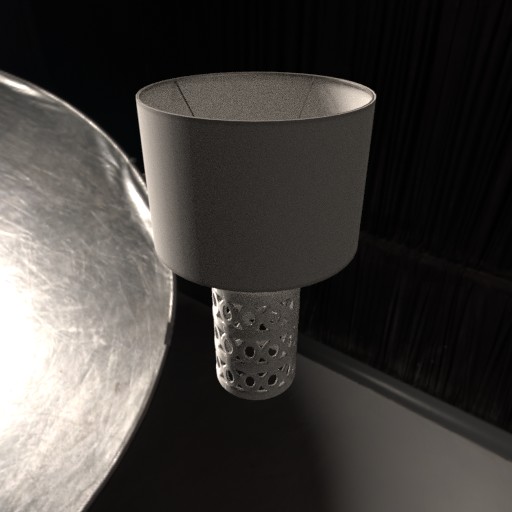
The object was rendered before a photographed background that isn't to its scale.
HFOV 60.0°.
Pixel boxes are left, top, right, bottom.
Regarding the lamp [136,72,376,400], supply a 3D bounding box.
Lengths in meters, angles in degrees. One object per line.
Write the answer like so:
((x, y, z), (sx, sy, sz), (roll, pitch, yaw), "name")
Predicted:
((0.000, 0.000, 0.708), (0.310, 0.502, 0.310), (0, 31, 0), "lamp")
